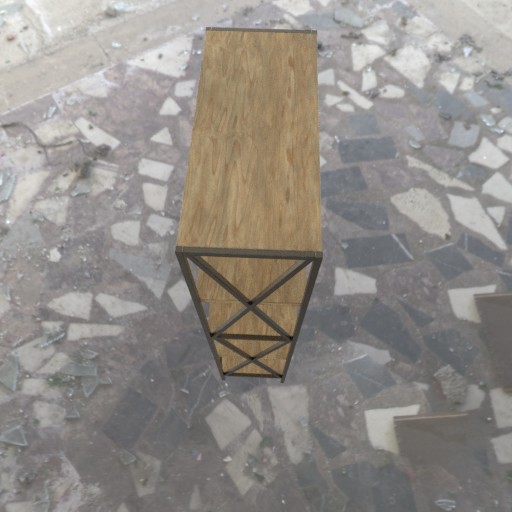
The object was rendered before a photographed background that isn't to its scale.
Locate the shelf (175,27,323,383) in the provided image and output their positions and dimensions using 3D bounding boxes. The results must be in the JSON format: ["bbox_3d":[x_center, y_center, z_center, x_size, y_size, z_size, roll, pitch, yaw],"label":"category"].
[{"bbox_3d":[0.000,0.000,2.154,0.386,1.803,0.874,2,64,1],"label":"shelf"}]
